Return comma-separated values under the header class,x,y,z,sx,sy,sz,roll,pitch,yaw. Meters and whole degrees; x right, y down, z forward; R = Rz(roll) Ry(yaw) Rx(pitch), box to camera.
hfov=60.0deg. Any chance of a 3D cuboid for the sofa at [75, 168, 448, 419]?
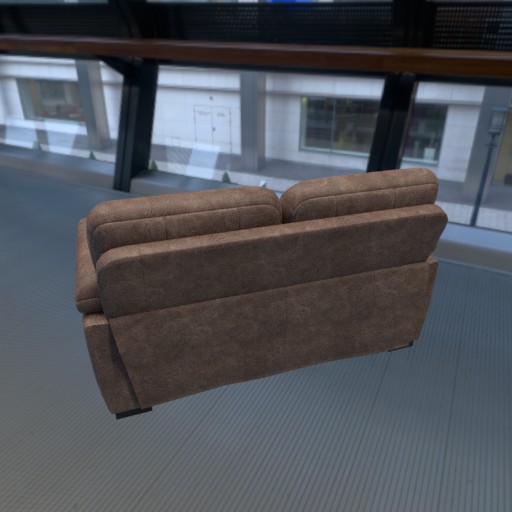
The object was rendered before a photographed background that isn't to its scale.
class,x,y,z,sx,sy,sz,roll,pitch,yaw
sofa,0.000,0.000,2.329,1.753,0.991,0.991,-9,28,-17
